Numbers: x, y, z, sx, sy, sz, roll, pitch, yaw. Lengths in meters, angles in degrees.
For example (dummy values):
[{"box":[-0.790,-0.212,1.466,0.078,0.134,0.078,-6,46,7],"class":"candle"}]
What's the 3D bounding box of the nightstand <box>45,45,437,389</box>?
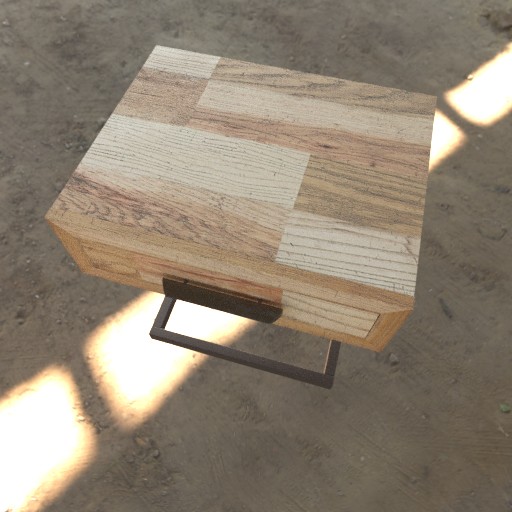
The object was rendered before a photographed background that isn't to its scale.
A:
[{"box":[0.000,0.000,1.008,0.558,0.632,0.481,14,60,8],"class":"nightstand"}]
